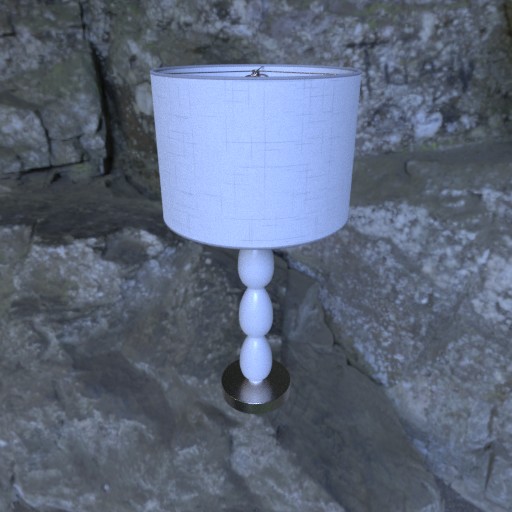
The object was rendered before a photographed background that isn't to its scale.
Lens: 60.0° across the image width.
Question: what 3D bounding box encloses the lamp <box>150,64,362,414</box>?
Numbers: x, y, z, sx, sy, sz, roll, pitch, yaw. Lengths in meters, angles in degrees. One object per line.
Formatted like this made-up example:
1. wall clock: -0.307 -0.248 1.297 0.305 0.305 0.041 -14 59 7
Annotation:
1. lamp: 0.000 0.000 0.719 0.280 0.559 0.282 17 31 31
